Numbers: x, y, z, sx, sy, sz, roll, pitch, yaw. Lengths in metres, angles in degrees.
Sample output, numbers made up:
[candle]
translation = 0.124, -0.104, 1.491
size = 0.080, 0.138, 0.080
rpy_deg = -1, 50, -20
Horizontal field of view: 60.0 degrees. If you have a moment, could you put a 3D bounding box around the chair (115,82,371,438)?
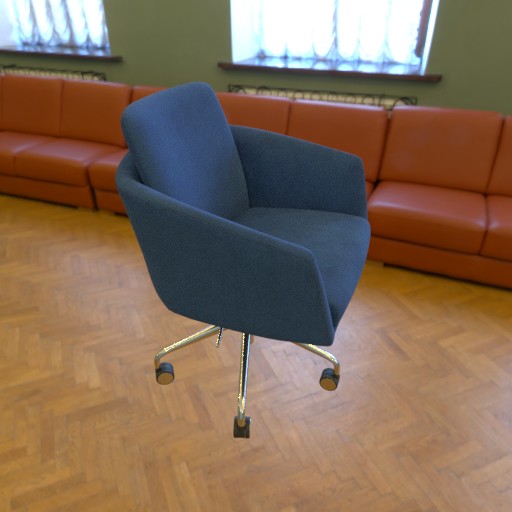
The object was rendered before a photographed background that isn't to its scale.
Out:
[chair]
translation = 0.000, 0.000, 1.336
size = 0.635, 0.908, 0.641
rpy_deg = 11, 33, 18
